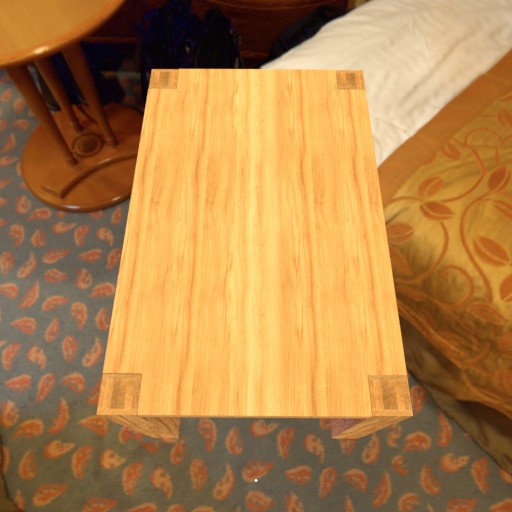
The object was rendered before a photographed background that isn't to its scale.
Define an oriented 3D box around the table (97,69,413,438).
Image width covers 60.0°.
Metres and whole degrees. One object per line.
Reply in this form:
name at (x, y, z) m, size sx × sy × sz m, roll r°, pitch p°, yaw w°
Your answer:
table at (0.000, 0.000, 1.911) m, size 0.900 × 0.760 × 1.400 m, roll 0°, pitch 63°, yaw 0°
